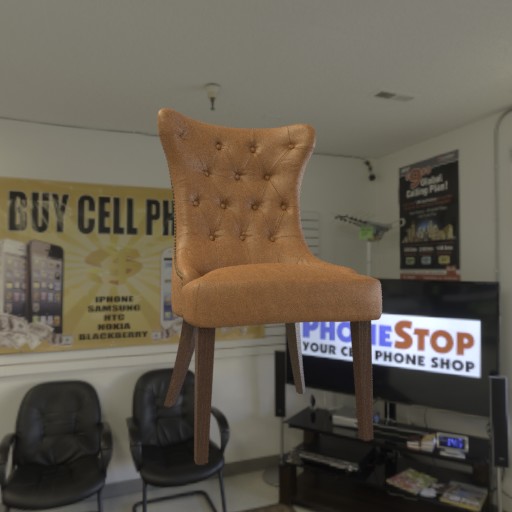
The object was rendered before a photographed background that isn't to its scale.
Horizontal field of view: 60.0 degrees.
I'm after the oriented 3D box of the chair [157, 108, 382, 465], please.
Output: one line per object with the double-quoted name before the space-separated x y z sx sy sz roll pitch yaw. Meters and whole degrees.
"chair" 0.000 0.000 1.472 0.611 1.065 0.669 0 -1 -19
